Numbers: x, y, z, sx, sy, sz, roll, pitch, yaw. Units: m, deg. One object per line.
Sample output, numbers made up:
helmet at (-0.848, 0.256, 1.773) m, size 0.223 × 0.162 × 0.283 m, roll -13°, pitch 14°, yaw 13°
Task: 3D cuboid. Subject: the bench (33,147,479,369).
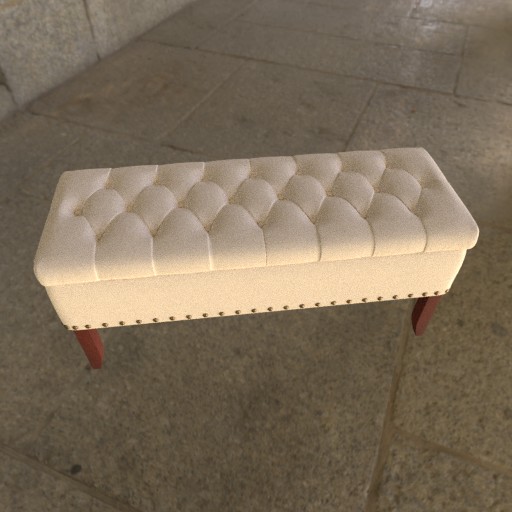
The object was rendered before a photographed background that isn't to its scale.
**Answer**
bench at (0.000, 0.000, 1.302) m, size 1.054 × 0.470 × 0.400 m, roll -5°, pitch 47°, yaw -5°
